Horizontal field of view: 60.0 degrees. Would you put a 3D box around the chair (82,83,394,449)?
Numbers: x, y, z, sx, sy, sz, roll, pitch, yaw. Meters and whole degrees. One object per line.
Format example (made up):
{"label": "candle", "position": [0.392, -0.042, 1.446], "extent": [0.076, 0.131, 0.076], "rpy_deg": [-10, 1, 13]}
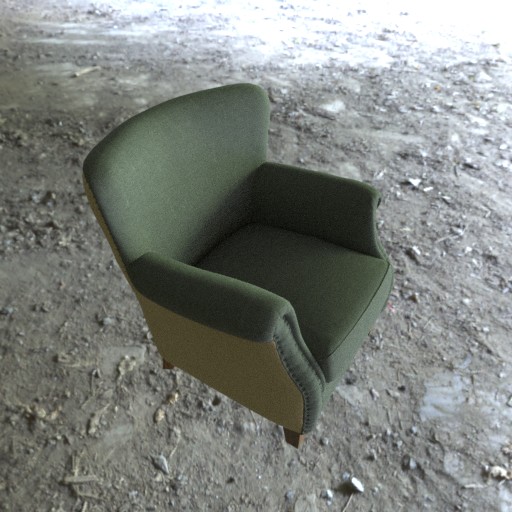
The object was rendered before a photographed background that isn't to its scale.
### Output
{"label": "chair", "position": [0.000, 0.000, 1.618], "extent": [0.921, 0.936, 0.861], "rpy_deg": [23, 46, 25]}
